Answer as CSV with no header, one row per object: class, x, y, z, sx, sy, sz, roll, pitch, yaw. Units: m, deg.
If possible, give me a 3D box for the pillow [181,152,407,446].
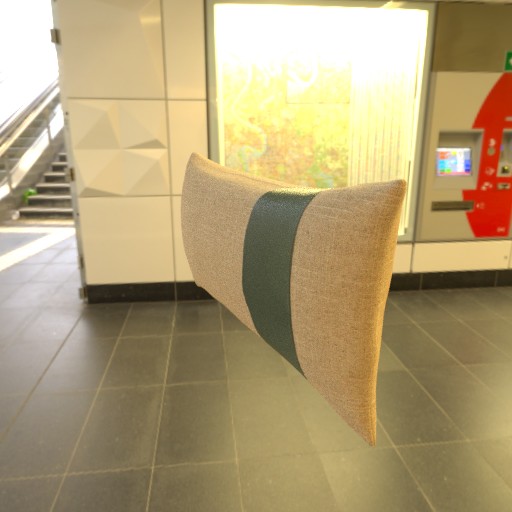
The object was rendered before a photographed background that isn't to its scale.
pillow,0.000,0.000,1.010,0.197,0.429,0.859,-8,17,-25
